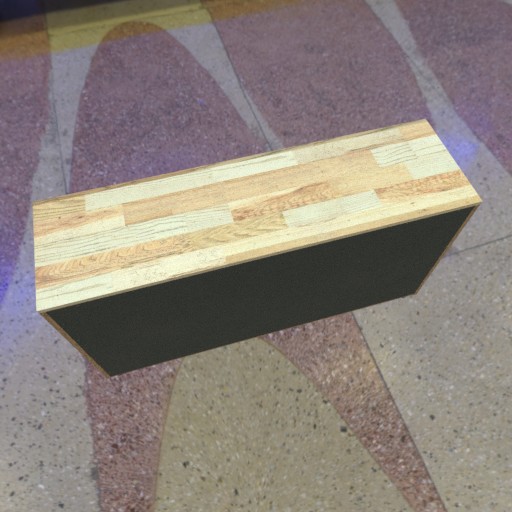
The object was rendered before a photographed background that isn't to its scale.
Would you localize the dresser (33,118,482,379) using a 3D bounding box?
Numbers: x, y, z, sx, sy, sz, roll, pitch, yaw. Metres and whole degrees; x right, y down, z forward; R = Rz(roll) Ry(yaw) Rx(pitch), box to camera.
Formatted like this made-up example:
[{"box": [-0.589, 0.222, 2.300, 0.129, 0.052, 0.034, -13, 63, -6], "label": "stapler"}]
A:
[{"box": [0.000, 0.000, 1.952, 1.547, 0.834, 0.487, -14, 60, -8], "label": "dresser"}]
